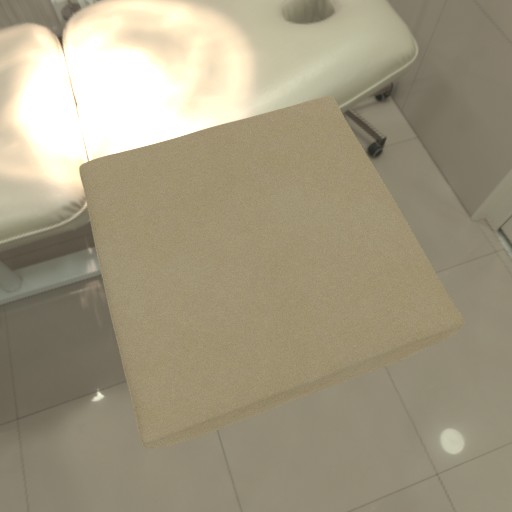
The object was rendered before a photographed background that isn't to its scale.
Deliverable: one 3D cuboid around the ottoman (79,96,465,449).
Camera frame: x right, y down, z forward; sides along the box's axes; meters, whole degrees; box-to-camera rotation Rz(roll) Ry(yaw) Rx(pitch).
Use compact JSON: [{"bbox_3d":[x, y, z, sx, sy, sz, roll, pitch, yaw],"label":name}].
[{"bbox_3d":[0.000,0.000,1.862,1.205,0.522,1.190,-18,66,-8],"label":"ottoman"}]
